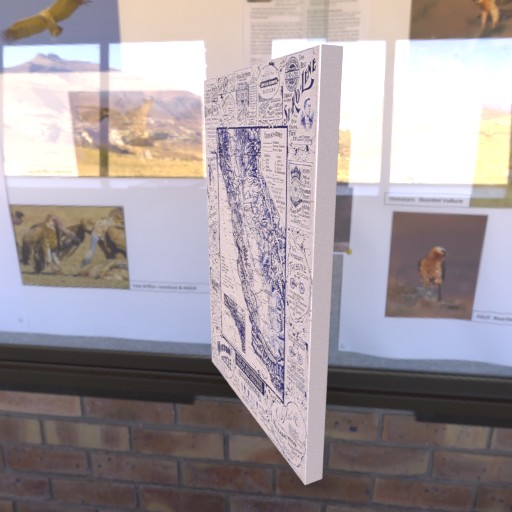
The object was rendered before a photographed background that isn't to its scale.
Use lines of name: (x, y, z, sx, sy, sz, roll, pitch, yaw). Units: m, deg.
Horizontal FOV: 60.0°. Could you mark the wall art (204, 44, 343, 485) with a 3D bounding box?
wall art: (0.000, 0.000, 0.954, 0.039, 0.753, 0.511, -7, 17, -24)
